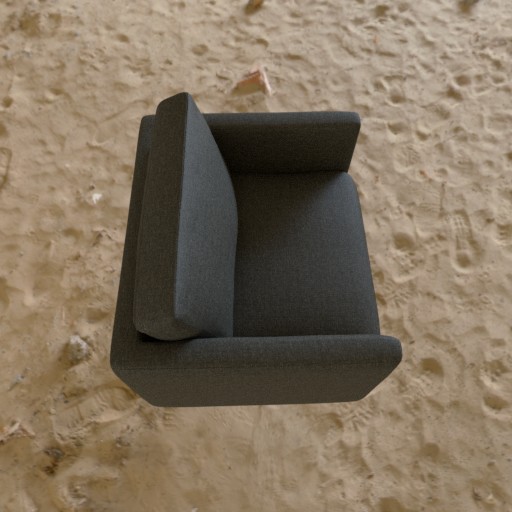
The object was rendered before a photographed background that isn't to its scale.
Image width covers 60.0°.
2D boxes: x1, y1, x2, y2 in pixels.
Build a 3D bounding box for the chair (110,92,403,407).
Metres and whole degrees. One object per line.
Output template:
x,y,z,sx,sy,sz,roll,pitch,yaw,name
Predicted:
0.000,0.000,1.854,0.959,0.963,1.107,-1,62,-1,chair
